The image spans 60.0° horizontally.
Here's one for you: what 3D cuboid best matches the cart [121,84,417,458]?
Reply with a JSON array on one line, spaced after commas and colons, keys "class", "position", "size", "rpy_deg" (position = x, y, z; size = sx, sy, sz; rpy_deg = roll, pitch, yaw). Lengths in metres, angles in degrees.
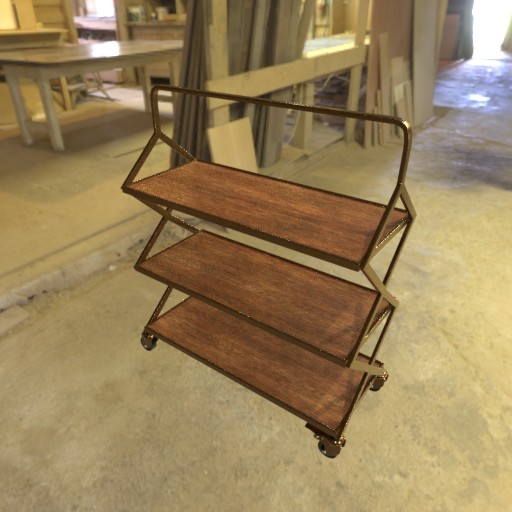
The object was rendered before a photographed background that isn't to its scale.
[{"class": "cart", "position": [0.000, 0.000, 1.180], "size": [0.723, 0.805, 0.313], "rpy_deg": [20, 35, 31]}]
